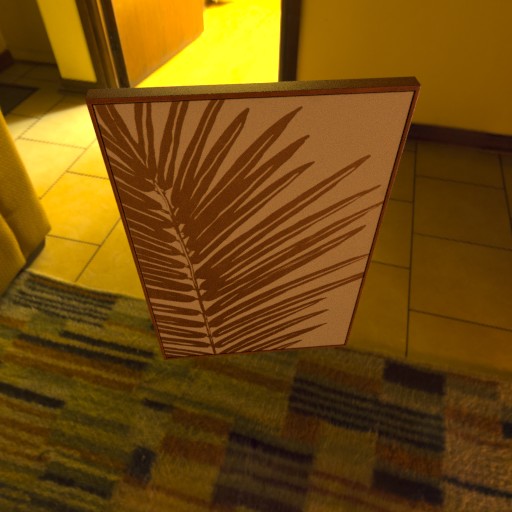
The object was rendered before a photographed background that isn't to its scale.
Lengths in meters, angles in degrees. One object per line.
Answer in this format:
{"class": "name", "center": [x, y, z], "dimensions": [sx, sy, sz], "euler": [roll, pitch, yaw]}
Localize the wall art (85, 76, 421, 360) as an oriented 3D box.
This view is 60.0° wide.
{"class": "wall art", "center": [0.000, 0.000, 1.149], "dimensions": [0.610, 0.914, 0.037], "euler": [-4, 48, -3]}
